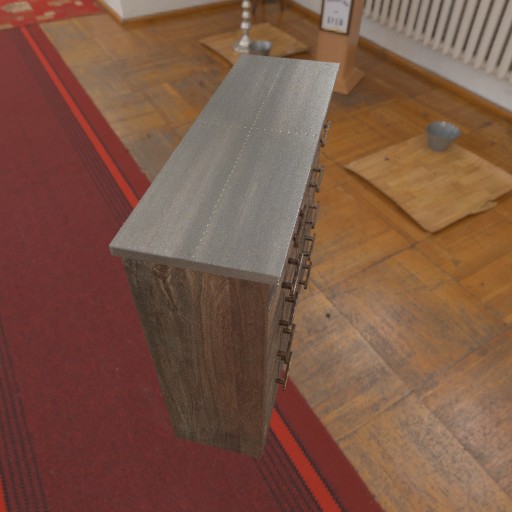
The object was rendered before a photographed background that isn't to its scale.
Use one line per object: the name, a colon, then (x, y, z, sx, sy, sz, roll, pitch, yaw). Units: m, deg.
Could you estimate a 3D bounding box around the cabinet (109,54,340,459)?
cabinet: (0.000, 0.000, 1.468, 0.338, 0.919, 0.968, 10, 46, 10)
